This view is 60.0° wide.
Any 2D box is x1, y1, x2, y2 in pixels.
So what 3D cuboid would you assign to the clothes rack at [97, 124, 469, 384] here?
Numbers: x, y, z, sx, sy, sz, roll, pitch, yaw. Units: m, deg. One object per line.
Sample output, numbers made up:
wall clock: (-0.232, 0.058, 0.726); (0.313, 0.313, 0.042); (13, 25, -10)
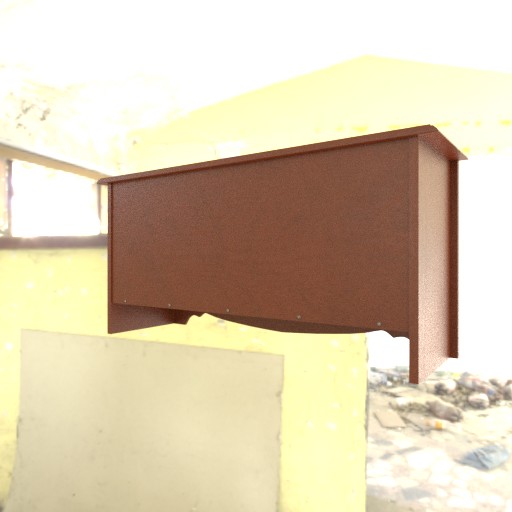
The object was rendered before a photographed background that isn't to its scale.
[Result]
clothes rack: (0.000, 0.000, 1.495); (1.251, 0.594, 0.362); (0, 0, 35)
